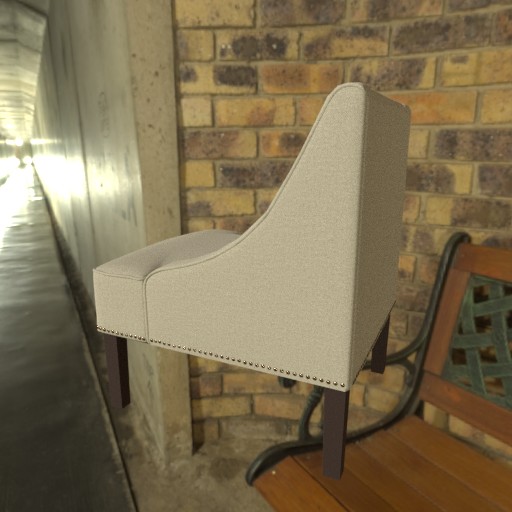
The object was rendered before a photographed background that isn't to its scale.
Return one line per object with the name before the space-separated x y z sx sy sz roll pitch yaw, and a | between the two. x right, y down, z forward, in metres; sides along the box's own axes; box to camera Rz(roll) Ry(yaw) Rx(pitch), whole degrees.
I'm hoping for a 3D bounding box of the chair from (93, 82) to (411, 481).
chair | 0.000 0.000 1.304 0.737 0.864 0.610 7 16 25
